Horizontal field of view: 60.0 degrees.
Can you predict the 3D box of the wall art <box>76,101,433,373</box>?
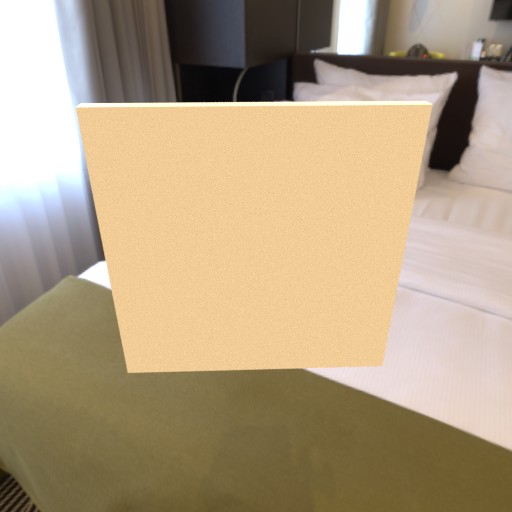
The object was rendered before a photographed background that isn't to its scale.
[{"bbox_3d":[0.000,0.000,0.845,0.559,0.559,0.028,-1,30,-2],"label":"wall art"}]
